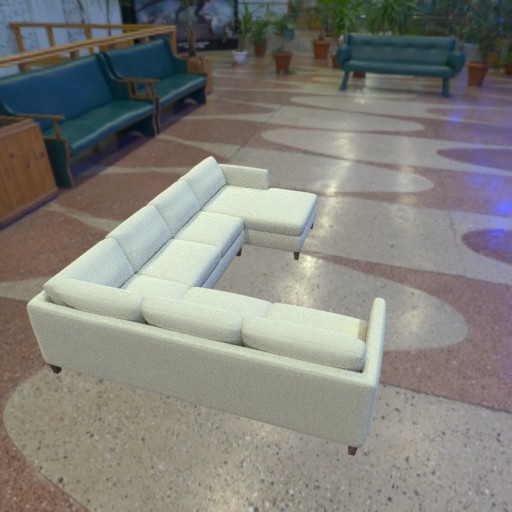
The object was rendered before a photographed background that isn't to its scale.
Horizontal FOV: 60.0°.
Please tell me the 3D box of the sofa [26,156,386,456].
[{"bbox_3d":[0.000,0.000,4.331,2.551,0.853,3.238,10,33,15],"label":"sofa"}]
